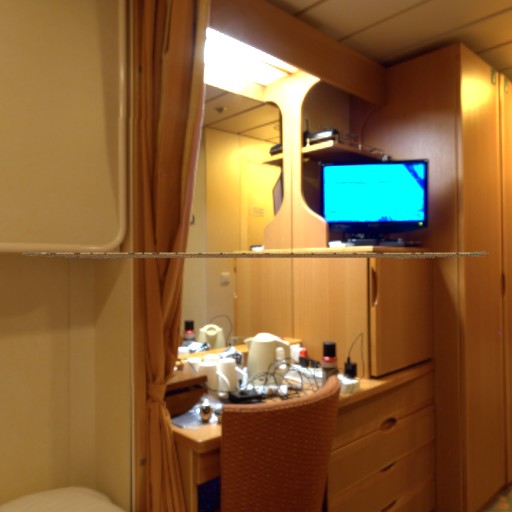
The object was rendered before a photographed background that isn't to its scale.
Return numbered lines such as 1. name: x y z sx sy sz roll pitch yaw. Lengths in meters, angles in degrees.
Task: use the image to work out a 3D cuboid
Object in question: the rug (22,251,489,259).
1. rug: 0.000 0.000 3.058 2.472 0.035 1.495 0 -1 0
